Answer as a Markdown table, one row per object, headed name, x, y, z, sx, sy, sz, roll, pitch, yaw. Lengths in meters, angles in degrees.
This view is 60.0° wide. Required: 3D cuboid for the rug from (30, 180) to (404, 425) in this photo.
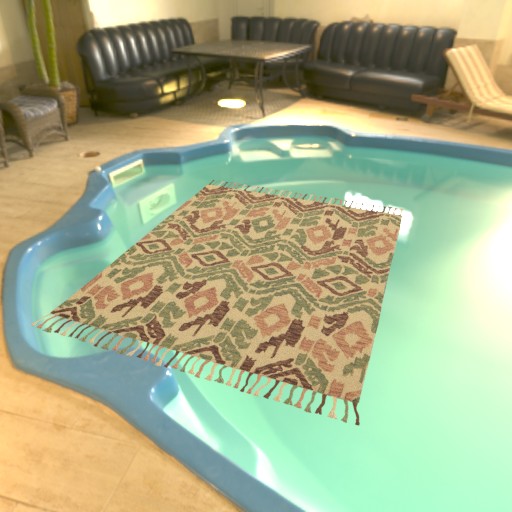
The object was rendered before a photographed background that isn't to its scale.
| name | x | y | z | sx | sy | sz | roll | pitch | yaw |
| --- | --- | --- | --- | --- | --- | --- | --- | --- | --- |
| rug | 0.000 | 0.000 | 4.116 | 2.438 | 0.010 | 3.048 | 12 | 34 | 18 |
